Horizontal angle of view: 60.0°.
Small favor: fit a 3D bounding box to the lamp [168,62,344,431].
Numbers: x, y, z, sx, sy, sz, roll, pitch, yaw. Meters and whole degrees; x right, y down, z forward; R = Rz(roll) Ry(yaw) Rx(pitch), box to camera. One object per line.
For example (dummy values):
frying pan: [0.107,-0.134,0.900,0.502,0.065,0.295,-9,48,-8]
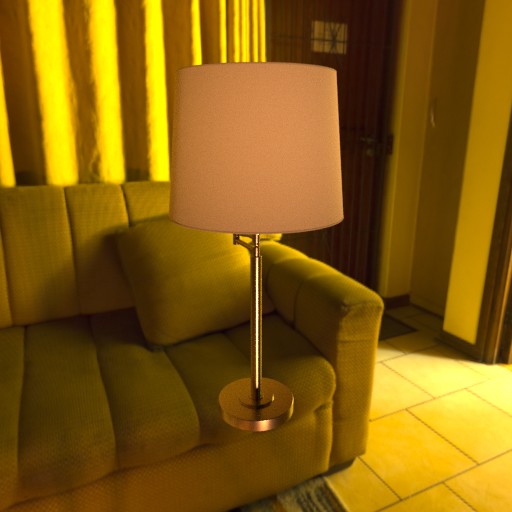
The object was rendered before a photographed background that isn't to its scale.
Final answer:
lamp: [0.000,0.000,0.880,0.333,0.696,0.333,0,16,0]
